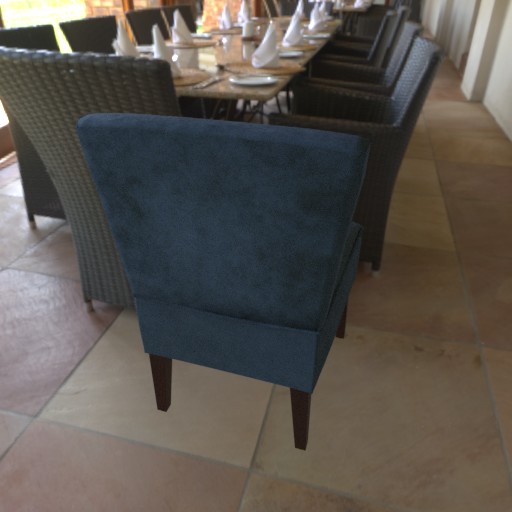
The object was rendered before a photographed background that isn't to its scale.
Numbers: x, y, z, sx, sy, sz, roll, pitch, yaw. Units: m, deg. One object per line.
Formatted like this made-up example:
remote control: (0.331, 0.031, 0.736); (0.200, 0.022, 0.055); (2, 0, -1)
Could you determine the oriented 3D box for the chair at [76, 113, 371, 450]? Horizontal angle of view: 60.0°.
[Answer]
chair: (0.000, 0.000, 1.147); (0.521, 0.806, 0.551); (10, 33, 15)
